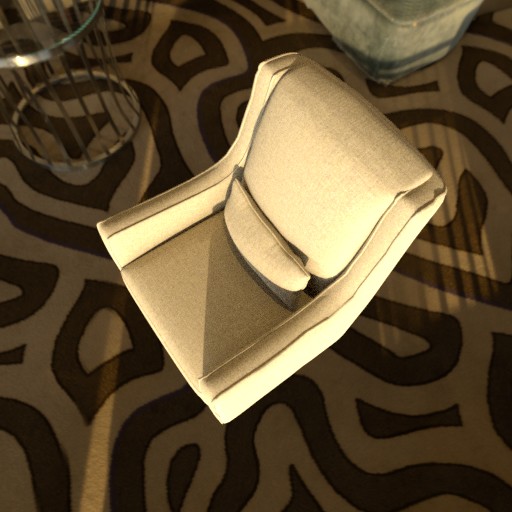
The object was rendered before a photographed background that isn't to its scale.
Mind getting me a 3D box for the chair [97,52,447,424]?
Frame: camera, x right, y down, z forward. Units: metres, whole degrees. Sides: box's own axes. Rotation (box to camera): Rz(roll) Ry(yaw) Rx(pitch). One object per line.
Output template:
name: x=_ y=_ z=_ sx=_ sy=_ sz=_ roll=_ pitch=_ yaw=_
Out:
chair: x=0.000 y=0.000 z=1.598 sx=0.879 sy=0.993 sz=0.732 roll=-33 pitch=68 yaw=-15
